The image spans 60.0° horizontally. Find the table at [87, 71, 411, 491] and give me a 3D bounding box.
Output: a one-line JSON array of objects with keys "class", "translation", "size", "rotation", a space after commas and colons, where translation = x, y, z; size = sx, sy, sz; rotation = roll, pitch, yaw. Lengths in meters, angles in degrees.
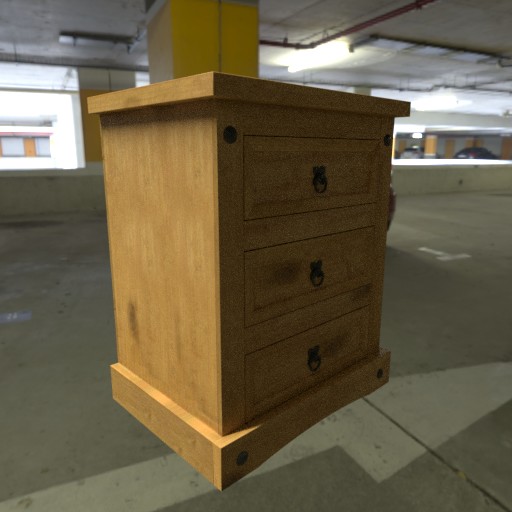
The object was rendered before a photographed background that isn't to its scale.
[{"class": "table", "translation": [0.000, 0.000, 1.215], "size": [0.660, 0.813, 0.500], "rotation": [-12, 18, -42]}]
